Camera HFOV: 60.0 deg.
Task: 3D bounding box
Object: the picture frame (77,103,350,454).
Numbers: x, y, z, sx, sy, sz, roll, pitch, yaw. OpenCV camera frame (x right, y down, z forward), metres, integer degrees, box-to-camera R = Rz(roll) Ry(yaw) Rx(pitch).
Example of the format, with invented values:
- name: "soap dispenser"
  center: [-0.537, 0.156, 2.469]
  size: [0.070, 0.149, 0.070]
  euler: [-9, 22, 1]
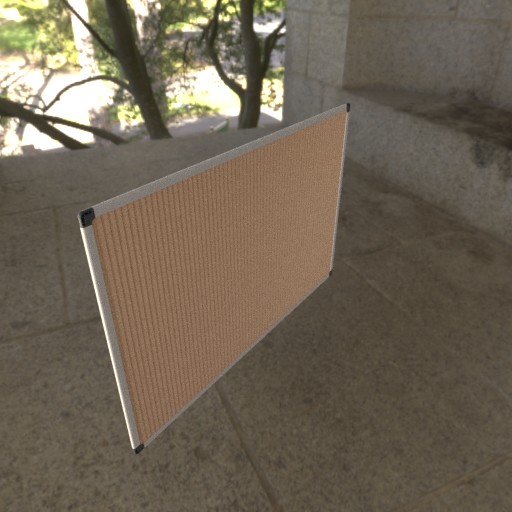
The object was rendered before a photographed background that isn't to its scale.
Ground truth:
- name: "picture frame"
  center: [0.000, 0.000, 1.134]
  size: [0.010, 0.600, 0.900]
  euler: [22, 38, 31]
